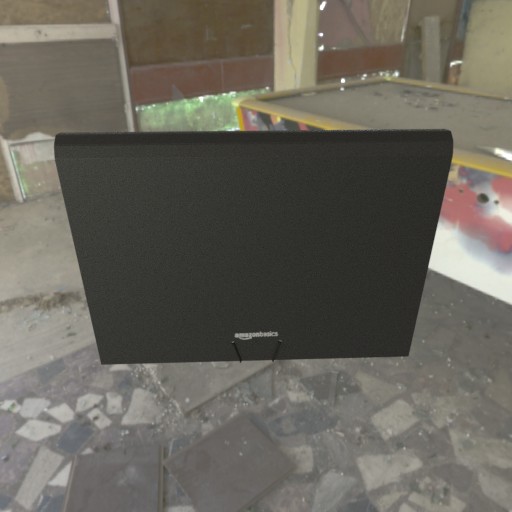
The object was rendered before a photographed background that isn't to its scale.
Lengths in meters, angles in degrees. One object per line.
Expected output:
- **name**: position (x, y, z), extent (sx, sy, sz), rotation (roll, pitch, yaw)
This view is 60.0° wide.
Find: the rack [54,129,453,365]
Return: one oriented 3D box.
- **rack**: position (0.000, 0.000, 0.433), extent (0.330, 0.241, 0.041), rotation (-1, 30, -2)
